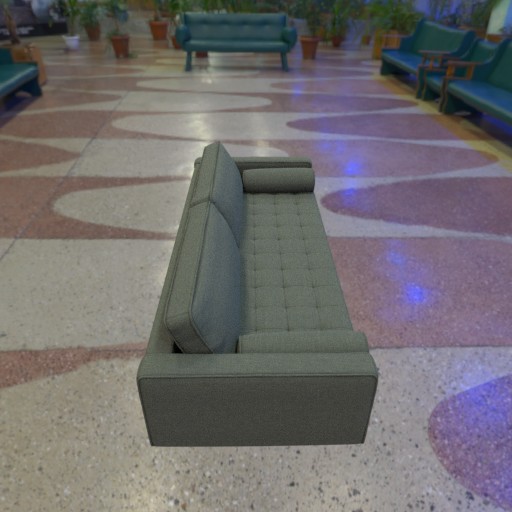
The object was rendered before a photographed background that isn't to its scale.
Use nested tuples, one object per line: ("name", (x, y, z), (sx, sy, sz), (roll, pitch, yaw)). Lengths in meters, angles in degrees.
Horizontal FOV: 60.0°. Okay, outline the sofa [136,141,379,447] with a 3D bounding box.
("sofa", (0.000, 0.000, 2.617), (0.914, 0.762, 2.198), (0, 33, -1))
